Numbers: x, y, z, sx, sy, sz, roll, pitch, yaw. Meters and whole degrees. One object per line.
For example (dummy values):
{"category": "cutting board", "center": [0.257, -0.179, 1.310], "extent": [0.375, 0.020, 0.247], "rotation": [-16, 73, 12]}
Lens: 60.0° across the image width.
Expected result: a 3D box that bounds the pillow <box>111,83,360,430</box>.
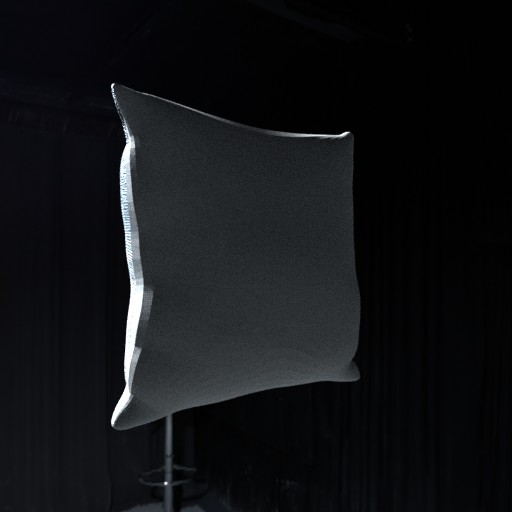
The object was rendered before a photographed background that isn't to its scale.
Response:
{"category": "pillow", "center": [0.000, 0.000, 0.673], "extent": [0.440, 0.441, 0.182], "rotation": [0, 0, -35]}
